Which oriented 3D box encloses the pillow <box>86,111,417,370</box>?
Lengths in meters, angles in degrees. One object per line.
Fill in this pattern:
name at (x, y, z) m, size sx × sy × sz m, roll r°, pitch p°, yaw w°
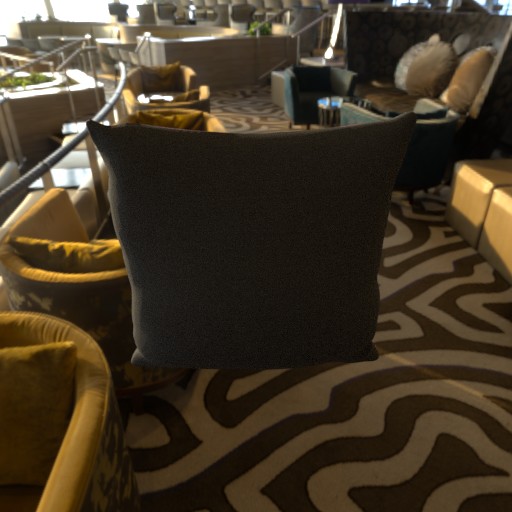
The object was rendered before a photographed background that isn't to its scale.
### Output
pillow at (0.000, 0.000, 0.783) m, size 0.503 × 0.496 × 0.208 m, roll -1°, pitch 30°, yaw -2°
